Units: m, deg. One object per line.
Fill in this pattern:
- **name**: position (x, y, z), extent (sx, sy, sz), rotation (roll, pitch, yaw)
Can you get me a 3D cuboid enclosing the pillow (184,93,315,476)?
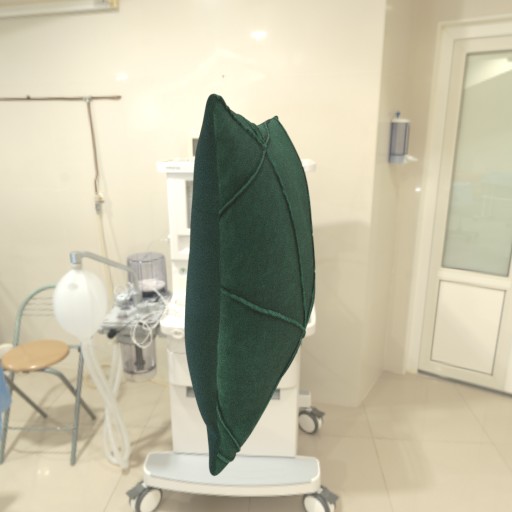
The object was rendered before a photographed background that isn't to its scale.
- **pillow**: position (0.000, 0.000, 0.682), extent (0.184, 0.440, 0.439), rotation (3, 16, 11)
